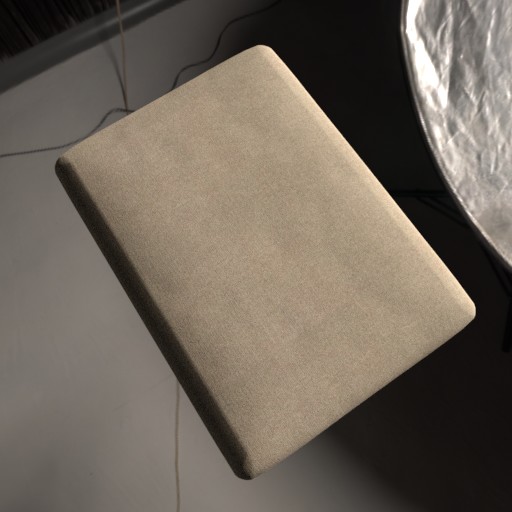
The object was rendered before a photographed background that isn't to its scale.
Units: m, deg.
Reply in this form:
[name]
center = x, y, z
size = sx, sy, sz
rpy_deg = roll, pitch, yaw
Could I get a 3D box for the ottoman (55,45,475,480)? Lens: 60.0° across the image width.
[ottoman]
center = 0.000, 0.000, 1.142
size = 0.610, 0.478, 0.823
rpy_deg = -33, 78, -8
